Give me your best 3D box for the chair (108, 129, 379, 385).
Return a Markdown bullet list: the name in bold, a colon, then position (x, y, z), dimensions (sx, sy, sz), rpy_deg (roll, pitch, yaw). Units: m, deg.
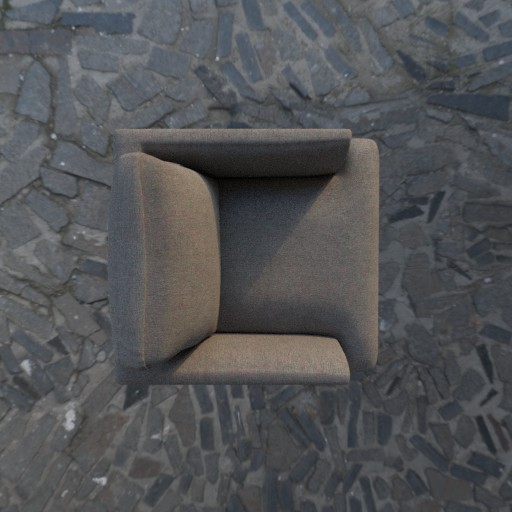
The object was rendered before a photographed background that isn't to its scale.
- **chair**: position (0.000, 0.000, 1.610), dimensions (0.899, 0.957, 0.858), rpy_deg (0, 92, 0)
